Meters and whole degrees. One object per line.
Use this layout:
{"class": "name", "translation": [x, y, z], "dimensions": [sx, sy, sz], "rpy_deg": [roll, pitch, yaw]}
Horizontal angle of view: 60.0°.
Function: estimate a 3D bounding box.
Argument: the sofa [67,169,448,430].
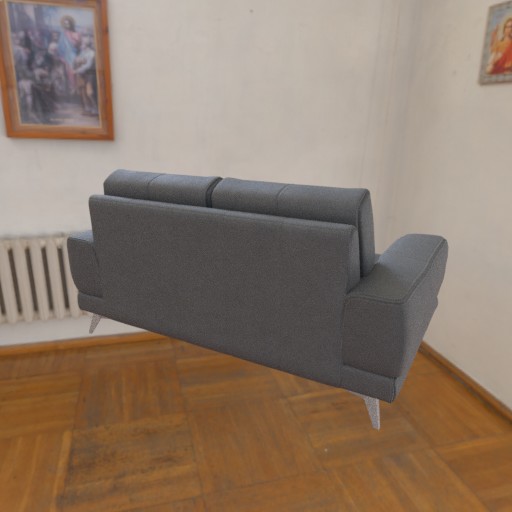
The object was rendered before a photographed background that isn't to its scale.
{"class": "sofa", "translation": [0.000, 0.000, 2.363], "dimensions": [1.806, 0.907, 1.018], "rpy_deg": [10, 20, 28]}
